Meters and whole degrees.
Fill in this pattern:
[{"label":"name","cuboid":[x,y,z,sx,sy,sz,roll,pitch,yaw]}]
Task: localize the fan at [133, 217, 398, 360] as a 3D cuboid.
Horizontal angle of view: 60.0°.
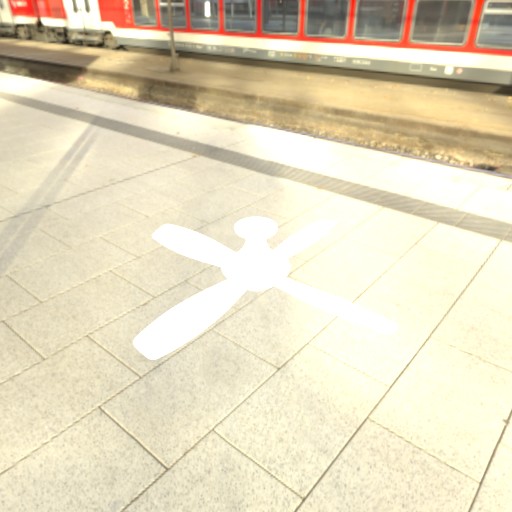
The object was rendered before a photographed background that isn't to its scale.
[{"label":"fan","cuboid":[0.000,0.000,2.520,1.694,0.382,1.693,22,37,32]}]
